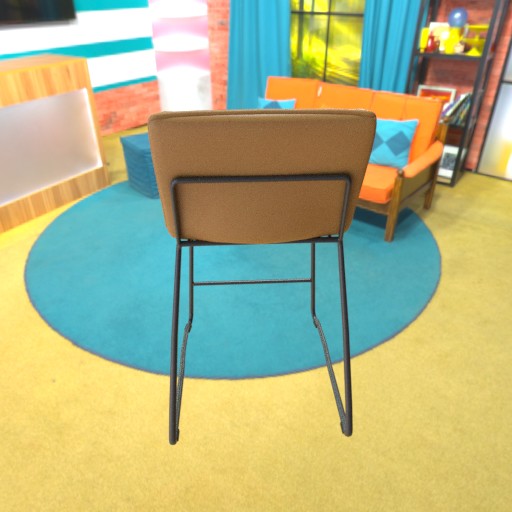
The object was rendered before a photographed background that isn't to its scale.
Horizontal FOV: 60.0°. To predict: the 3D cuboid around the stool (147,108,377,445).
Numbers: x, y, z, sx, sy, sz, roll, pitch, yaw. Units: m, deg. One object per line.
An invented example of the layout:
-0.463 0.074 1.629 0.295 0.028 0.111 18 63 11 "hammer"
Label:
0.000 0.000 1.160 0.489 0.866 0.524 -2 32 -3 "stool"
